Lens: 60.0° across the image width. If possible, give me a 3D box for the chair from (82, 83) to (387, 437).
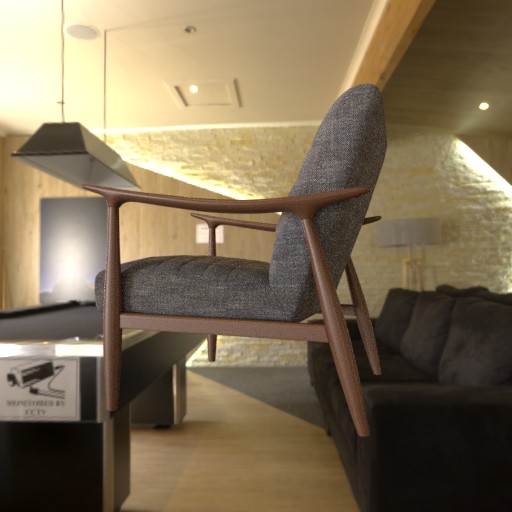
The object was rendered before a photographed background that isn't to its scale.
[{"bbox_3d":[0.000,0.000,1.411,0.798,0.832,0.741,-1,-2,18],"label":"chair"}]
